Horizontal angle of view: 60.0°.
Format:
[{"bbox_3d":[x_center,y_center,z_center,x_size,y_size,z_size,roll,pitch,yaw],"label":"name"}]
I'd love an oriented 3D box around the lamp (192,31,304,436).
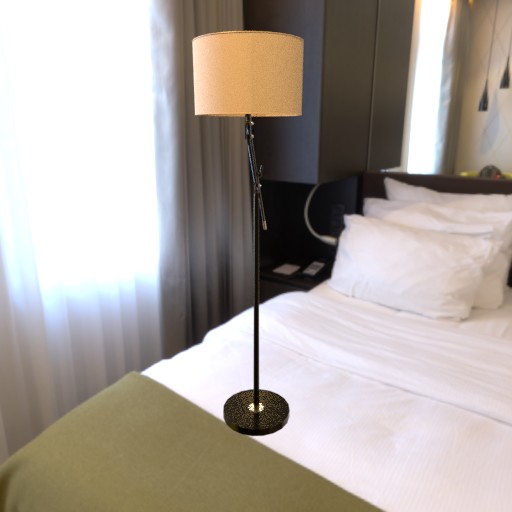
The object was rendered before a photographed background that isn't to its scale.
[{"bbox_3d":[0.000,0.000,1.926,0.373,1.635,0.809,2,16,7],"label":"lamp"}]
